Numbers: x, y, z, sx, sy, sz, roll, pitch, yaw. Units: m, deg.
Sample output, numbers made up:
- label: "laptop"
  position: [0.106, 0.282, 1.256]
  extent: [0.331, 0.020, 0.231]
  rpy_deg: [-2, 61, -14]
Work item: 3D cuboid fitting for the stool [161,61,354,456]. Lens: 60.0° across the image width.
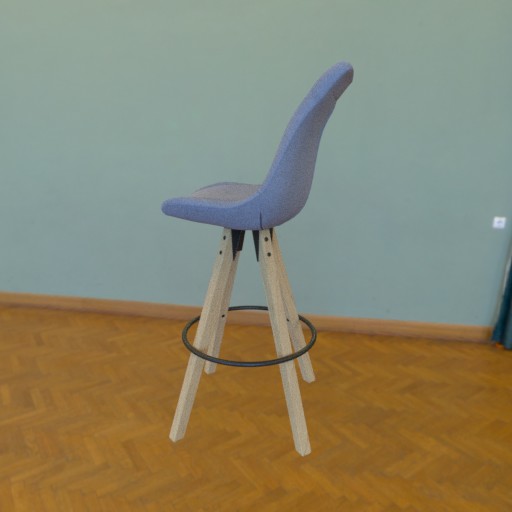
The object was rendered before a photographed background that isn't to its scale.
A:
- label: "stool"
  position: [0.000, 0.000, 1.427]
  extent: [0.550, 1.115, 0.485]
  rpy_deg: [2, 16, 9]
